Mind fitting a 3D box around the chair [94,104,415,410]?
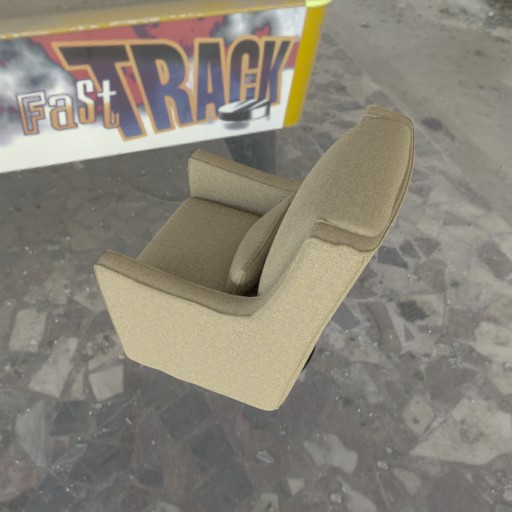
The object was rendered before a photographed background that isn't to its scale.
[{"bbox_3d":[0.000,0.000,1.612,0.879,0.993,0.732,16,48,15],"label":"chair"}]
